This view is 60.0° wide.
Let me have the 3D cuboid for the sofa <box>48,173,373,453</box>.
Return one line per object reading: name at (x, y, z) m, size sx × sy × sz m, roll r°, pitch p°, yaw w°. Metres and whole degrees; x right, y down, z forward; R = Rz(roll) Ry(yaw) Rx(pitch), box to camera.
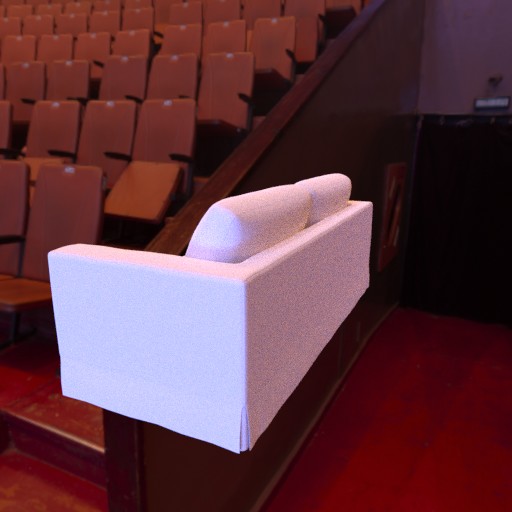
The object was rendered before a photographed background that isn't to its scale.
sofa at (0.000, 0.000, 2.637) m, size 0.954 × 0.881 × 2.163 m, roll 7°, pitch 16°, yaw 25°
